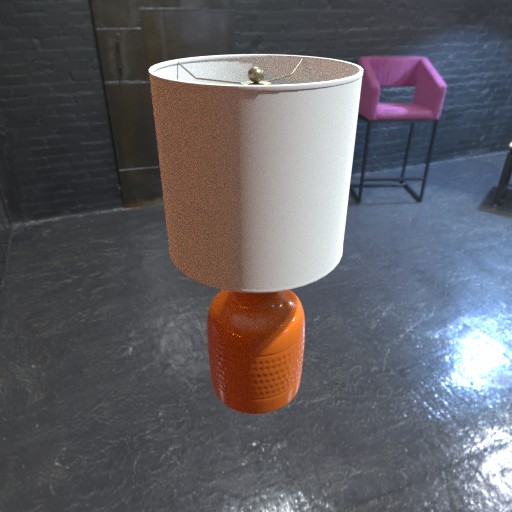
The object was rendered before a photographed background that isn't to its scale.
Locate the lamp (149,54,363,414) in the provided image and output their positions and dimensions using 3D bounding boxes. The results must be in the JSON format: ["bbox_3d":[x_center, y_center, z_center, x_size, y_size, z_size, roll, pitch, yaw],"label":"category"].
[{"bbox_3d":[0.000,0.000,1.100,0.418,0.871,0.418,-10,32,-17],"label":"lamp"}]
